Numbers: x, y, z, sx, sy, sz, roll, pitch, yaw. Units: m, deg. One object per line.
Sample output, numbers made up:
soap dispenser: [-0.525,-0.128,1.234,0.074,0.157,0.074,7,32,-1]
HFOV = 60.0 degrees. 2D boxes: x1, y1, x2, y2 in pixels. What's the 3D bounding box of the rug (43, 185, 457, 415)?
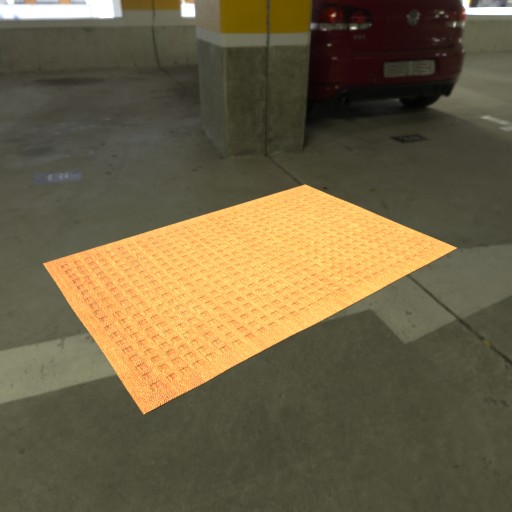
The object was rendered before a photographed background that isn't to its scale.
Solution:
rug: [0.000,0.000,2.225,1.747,0.006,1.143,-21,36,-32]
